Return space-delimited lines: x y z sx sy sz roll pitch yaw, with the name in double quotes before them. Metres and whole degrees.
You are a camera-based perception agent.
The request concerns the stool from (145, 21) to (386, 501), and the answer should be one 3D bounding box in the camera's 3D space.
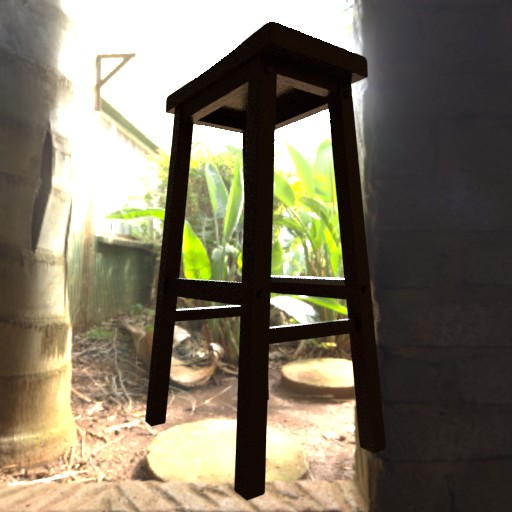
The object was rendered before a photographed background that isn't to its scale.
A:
"stool" 0.000 0.000 0.925 0.322 0.742 0.406 1 -1 -35
